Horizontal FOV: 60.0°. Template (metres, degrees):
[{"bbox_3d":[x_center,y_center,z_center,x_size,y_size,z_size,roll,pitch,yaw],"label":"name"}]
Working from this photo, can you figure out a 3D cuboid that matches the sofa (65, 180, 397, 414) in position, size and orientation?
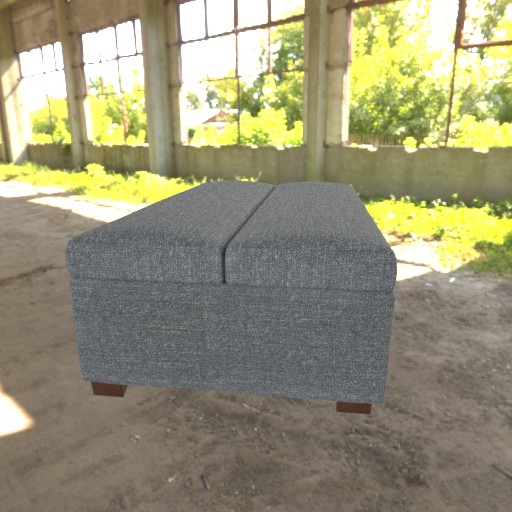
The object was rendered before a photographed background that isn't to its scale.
[{"bbox_3d":[0.000,0.000,1.567,0.782,0.417,1.198,2,15,8],"label":"sofa"}]
